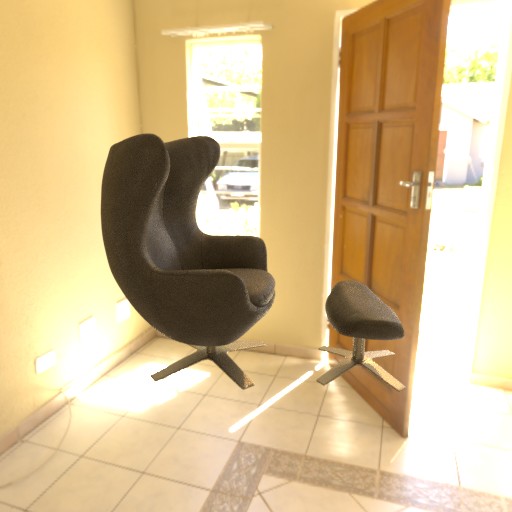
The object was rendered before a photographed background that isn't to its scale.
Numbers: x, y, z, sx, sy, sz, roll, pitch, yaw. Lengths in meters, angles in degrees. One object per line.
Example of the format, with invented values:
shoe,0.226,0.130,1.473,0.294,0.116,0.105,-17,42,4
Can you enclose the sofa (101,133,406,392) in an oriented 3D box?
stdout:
sofa,0.000,0.000,2.149,1.444,1.135,0.894,2,15,9
